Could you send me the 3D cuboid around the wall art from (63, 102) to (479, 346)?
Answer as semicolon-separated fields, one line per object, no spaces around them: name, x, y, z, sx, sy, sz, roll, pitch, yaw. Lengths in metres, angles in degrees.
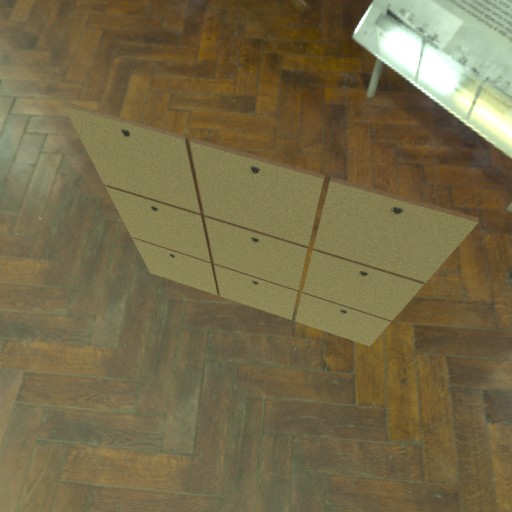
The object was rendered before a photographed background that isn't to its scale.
wall art;0.000;0.000;1.781;1.221;1.218;0.024;18;65;9
